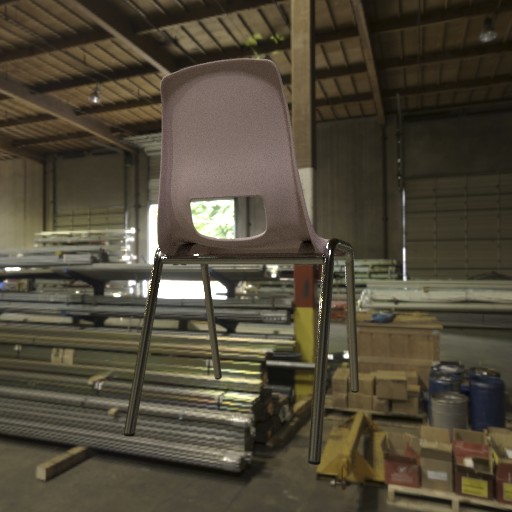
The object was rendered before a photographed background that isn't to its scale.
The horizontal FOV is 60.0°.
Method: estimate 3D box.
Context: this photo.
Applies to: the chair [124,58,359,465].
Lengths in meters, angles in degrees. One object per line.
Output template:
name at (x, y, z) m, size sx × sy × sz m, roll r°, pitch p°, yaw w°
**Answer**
chair at (0.000, 0.000, 0.940) m, size 0.381 × 0.653 × 0.436 m, roll 0°, pitch -1°, yaw 19°
